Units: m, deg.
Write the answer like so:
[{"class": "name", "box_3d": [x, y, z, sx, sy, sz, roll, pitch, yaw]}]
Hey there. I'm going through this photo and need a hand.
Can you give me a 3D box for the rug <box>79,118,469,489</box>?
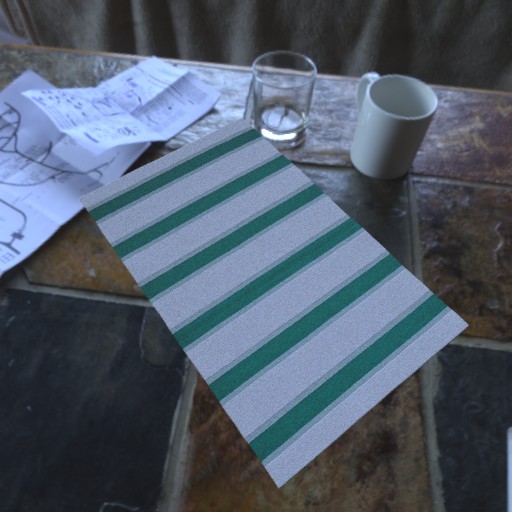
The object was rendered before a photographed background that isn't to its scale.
[{"class": "rug", "box_3d": [0.000, 0.000, 3.060, 1.521, 0.015, 2.436, -32, 63, -19]}]
